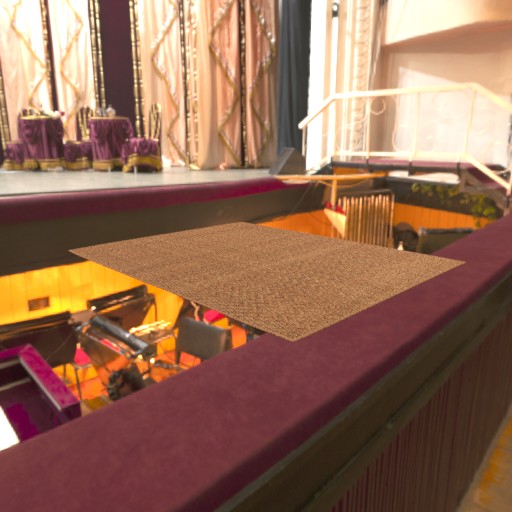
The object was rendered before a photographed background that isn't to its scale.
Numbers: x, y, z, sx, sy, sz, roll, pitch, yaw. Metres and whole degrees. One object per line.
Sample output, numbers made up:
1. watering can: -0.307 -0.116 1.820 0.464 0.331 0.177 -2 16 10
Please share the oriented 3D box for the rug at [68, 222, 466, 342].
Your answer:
1. rug: 0.000 0.000 4.290 2.439 0.013 3.048 -14 20 -43
